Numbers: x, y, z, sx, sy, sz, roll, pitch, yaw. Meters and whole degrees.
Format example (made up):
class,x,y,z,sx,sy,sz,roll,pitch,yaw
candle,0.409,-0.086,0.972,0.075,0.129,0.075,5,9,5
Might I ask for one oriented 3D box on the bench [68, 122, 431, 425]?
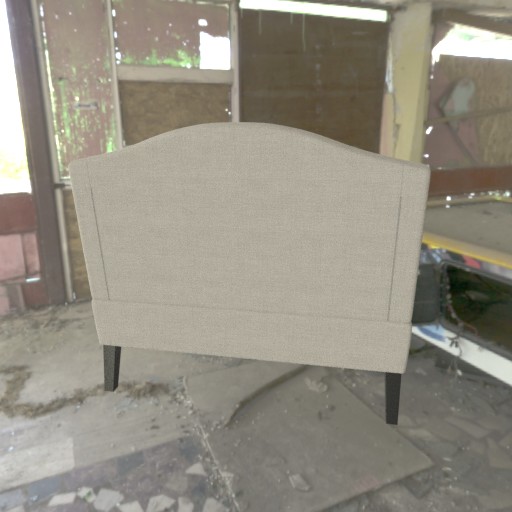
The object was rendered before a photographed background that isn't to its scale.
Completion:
class,x,y,z,sx,sy,sz,roll,pitch,yaw
bench,0.000,0.000,2.059,1.335,1.180,0.815,3,16,10
